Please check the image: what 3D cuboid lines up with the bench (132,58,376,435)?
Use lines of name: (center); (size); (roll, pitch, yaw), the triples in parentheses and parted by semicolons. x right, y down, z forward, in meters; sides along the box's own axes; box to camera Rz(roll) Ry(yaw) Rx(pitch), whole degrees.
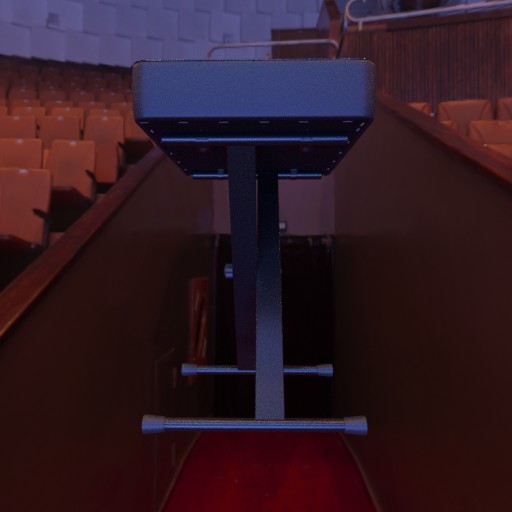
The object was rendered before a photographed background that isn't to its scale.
bench: (0.000, 0.000, 0.773); (0.321, 0.500, 0.424); (0, 0, 1)
